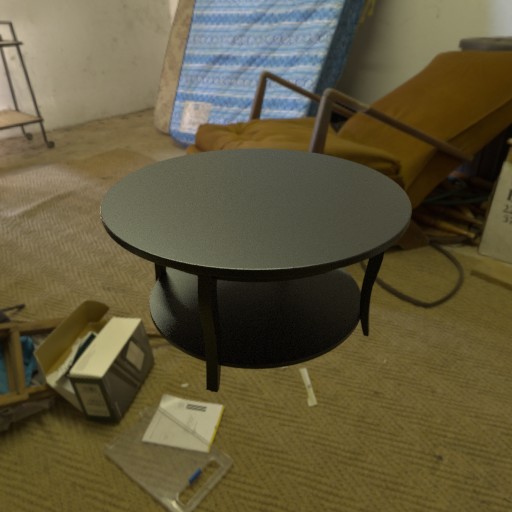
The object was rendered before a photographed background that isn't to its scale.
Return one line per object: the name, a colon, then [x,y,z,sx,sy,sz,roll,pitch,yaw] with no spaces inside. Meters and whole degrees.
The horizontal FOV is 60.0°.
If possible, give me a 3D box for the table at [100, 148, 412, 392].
table: [0.000,0.000,1.471,0.914,0.457,0.914,0,30,0]
